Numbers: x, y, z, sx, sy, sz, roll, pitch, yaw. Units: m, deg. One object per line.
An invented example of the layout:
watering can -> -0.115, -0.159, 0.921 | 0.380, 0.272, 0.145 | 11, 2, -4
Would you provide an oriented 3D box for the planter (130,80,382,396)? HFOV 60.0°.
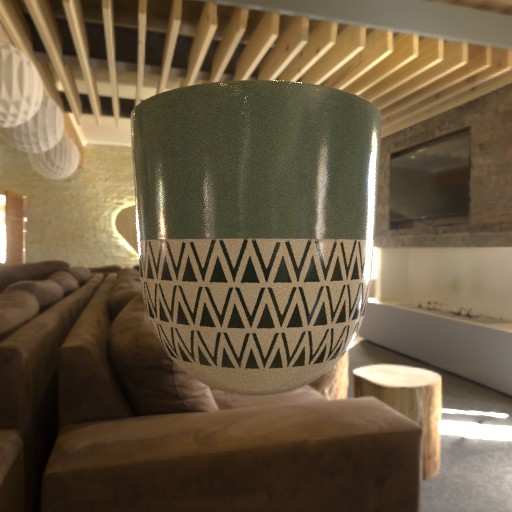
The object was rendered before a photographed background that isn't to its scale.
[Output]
planter -> 0.000, 0.000, 0.365 | 0.198, 0.214, 0.198 | 0, 1, 0
